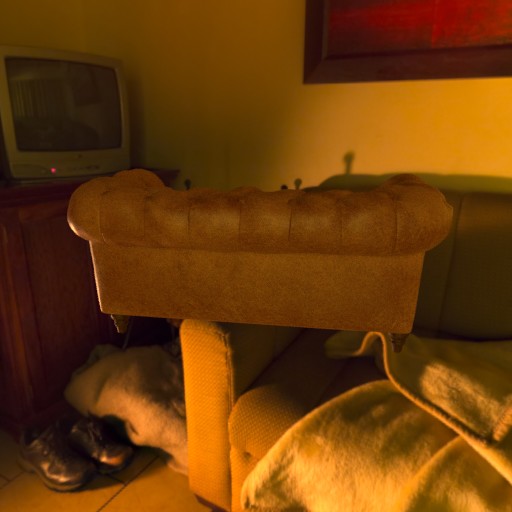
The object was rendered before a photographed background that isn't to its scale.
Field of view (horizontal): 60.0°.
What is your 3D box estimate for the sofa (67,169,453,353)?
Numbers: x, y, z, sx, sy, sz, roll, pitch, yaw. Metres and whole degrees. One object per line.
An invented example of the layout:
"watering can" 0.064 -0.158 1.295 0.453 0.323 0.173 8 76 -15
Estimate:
"sofa" 0.000 0.000 2.488 1.979 0.877 1.042 2 16 9
